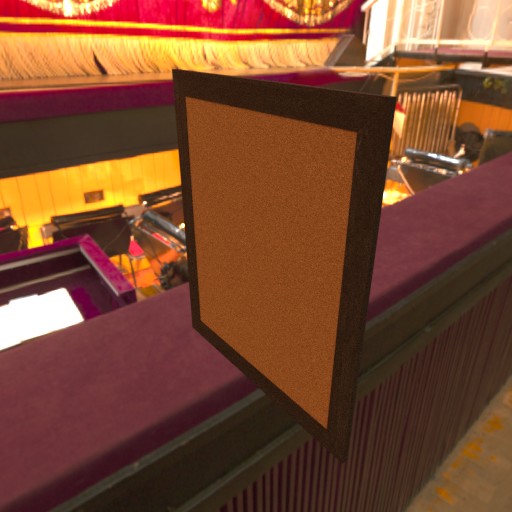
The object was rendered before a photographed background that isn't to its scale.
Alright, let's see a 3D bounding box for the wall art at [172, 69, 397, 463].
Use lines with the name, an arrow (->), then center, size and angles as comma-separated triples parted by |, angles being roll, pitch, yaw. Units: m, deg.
wall art -> 0.000, 0.000, 0.767 | 0.013, 0.570, 0.476 | -20, 33, -33
